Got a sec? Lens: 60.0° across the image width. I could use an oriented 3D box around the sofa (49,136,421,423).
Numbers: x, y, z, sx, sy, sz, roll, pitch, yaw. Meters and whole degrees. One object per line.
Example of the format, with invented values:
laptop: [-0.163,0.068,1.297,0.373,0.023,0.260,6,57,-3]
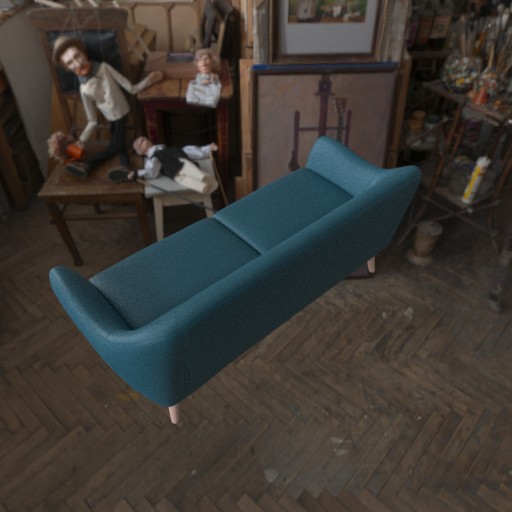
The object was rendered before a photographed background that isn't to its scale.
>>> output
sofa: [0.000,0.000,2.326,1.840,0.836,0.820,-32,52,-28]
